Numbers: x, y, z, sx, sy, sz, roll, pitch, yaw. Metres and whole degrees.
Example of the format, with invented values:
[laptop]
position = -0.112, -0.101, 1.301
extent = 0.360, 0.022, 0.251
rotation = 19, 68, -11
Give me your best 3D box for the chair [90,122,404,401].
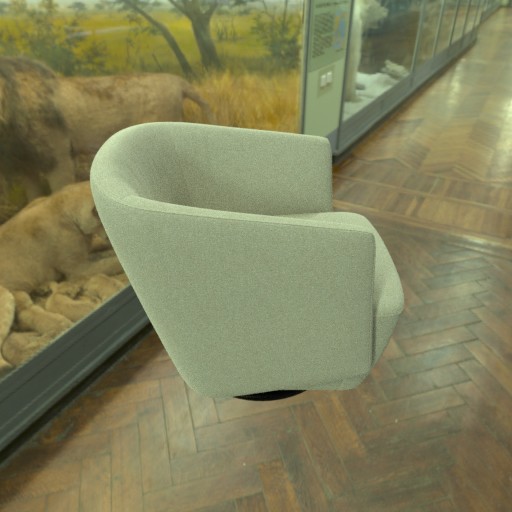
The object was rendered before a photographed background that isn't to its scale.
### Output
[chair]
position = 0.000, 0.000, 1.642
extent = 0.986, 0.861, 0.822
rotation = -1, 33, -1
